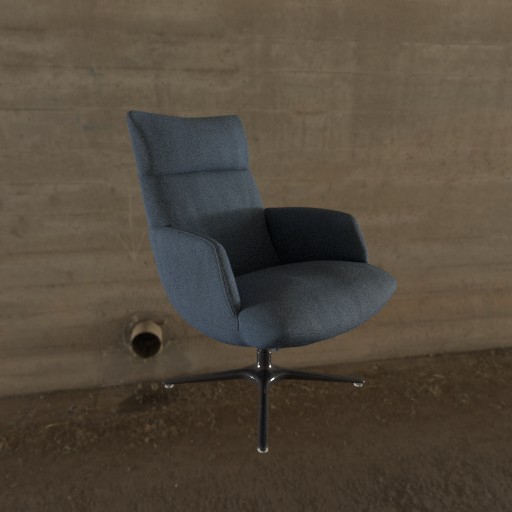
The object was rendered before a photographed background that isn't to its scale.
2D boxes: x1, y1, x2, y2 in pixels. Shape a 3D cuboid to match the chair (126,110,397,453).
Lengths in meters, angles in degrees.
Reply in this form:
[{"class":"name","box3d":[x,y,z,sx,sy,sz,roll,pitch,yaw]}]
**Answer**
[{"class":"chair","box3d":[0.000,0.000,1.608,0.711,1.016,0.889,-14,21,-43]}]
